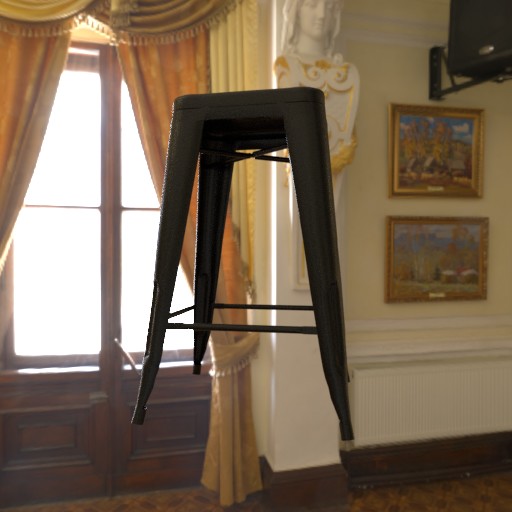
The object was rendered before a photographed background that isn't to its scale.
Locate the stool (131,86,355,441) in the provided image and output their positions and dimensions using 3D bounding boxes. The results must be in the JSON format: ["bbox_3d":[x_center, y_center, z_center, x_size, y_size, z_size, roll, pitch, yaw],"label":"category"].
[{"bbox_3d":[0.000,0.000,0.934,0.455,0.609,0.423,0,0,0],"label":"stool"}]
